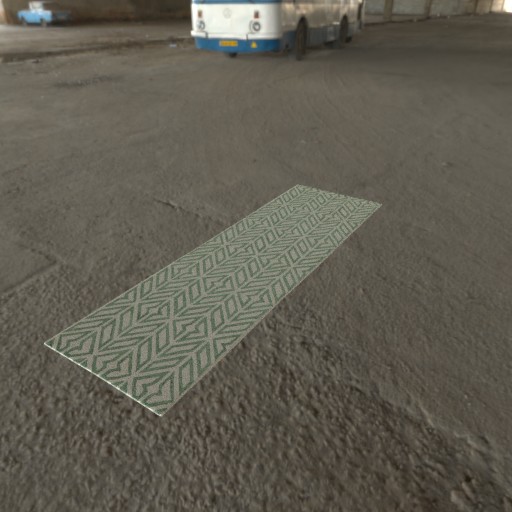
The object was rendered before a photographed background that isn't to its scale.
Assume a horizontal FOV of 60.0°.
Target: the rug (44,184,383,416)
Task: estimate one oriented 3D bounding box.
[{"bbox_3d":[0.000,0.000,2.754,0.750,0.009,2.435,19,35,29],"label":"rug"}]
